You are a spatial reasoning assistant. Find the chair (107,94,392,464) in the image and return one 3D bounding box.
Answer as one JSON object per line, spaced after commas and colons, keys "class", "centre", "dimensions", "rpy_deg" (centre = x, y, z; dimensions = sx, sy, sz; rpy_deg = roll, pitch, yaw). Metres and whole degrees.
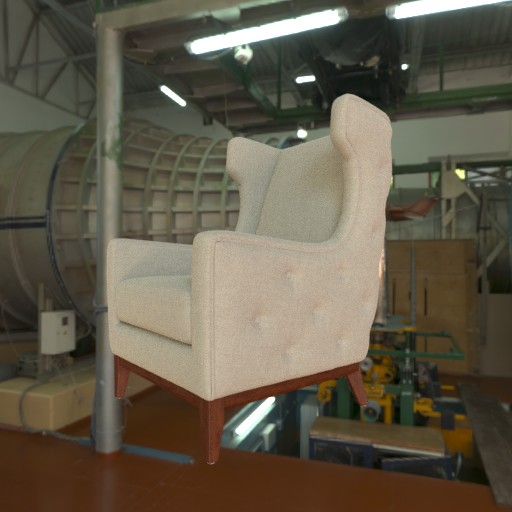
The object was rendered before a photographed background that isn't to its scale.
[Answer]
{"class": "chair", "centre": [0.000, 0.000, 1.659], "dimensions": [0.899, 1.079, 0.778], "rpy_deg": [0, -1, -37]}
